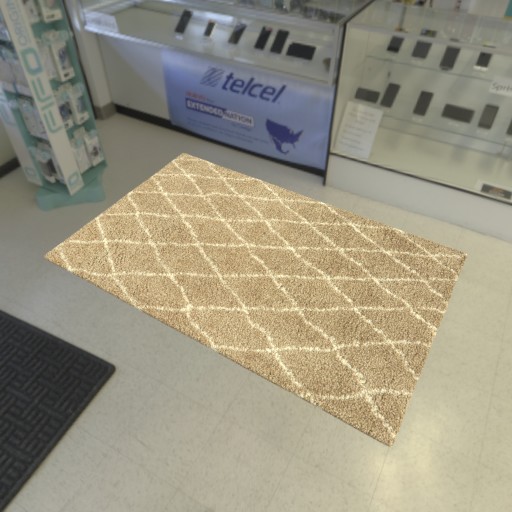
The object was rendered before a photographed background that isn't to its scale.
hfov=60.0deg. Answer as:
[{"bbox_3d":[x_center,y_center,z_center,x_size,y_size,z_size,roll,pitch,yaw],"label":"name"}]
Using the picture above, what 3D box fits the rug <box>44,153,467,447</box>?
[{"bbox_3d":[0.000,0.000,3.002,2.438,0.030,1.524,23,49,22],"label":"rug"}]
